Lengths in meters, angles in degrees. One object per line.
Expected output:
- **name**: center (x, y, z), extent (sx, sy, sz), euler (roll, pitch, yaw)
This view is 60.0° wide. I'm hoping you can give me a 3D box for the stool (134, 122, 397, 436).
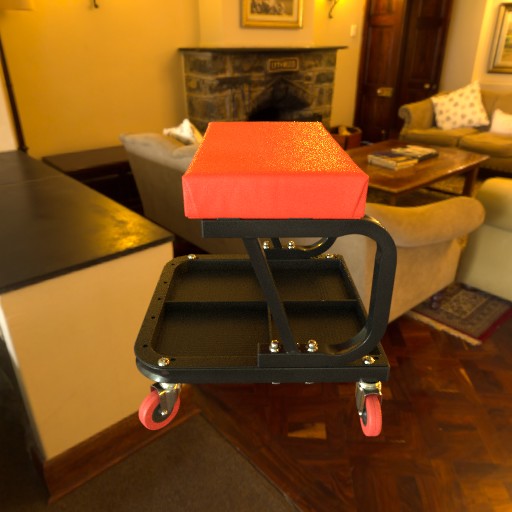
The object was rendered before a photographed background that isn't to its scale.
- **stool**: center (0.000, 0.000, 0.740), extent (0.371, 0.380, 0.446), euler (0, 26, -1)
